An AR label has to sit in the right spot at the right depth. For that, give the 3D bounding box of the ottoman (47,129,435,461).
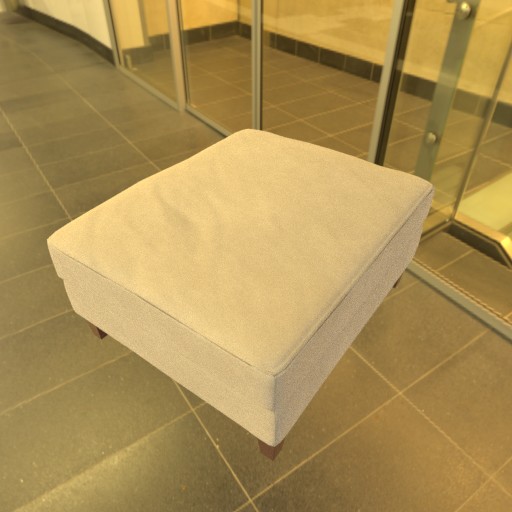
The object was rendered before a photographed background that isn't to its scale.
[{"bbox_3d":[0.000,0.000,1.511,0.836,0.492,1.002,25,45,27],"label":"ottoman"}]
